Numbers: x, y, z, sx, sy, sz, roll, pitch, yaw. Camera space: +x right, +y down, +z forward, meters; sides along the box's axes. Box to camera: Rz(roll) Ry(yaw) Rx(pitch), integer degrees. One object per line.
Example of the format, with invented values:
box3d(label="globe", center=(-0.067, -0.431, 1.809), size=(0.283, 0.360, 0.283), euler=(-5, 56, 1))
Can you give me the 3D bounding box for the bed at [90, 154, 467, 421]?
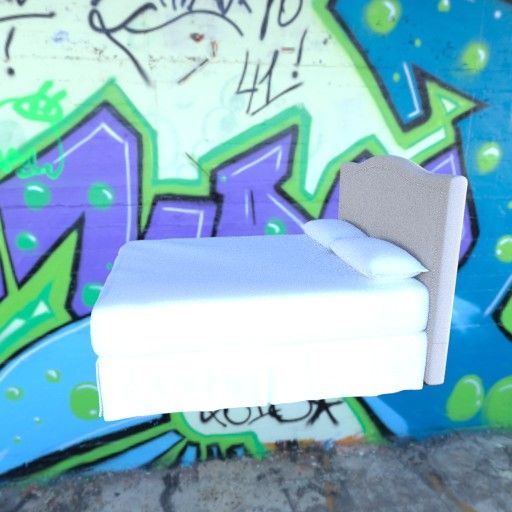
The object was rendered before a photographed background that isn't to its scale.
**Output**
box3d(label="bed", center=(0.000, 0.000, 3.156), size=(2.052, 1.398, 1.678), euler=(-3, 15, -10))
